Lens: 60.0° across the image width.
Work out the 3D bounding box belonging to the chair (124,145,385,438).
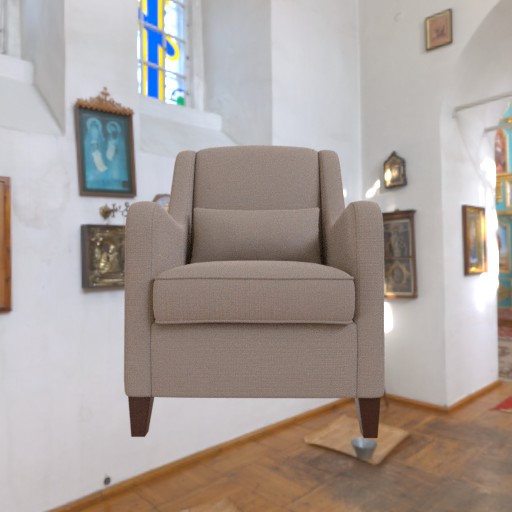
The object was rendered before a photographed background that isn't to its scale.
[{"bbox_3d":[0.000,0.000,1.614,0.715,1.017,0.896,0,-2,1],"label":"chair"}]
